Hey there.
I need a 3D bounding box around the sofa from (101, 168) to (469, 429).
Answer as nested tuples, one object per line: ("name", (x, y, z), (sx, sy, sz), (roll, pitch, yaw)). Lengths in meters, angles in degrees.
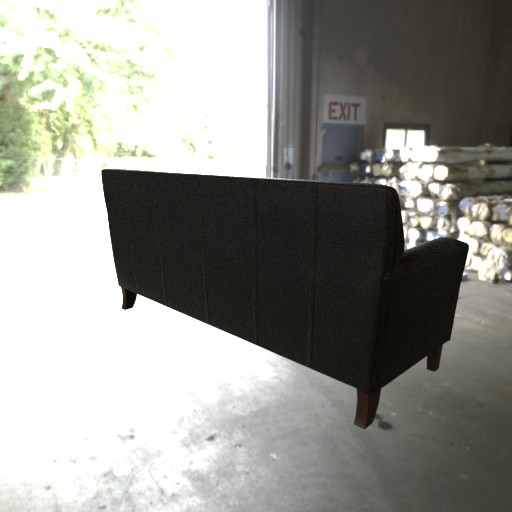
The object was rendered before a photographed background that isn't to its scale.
("sofa", (0.000, 0.000, 2.520), (0.805, 0.947, 2.053), (-13, 19, -43))
